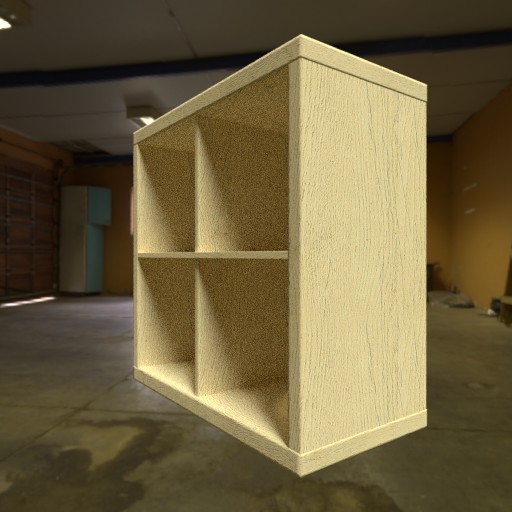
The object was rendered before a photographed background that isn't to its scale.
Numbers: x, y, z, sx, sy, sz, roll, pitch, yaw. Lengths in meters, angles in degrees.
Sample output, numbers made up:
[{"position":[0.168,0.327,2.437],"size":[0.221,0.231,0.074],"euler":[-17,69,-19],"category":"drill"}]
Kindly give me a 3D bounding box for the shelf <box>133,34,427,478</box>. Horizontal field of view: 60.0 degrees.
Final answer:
[{"position":[0.000,0.000,1.218],"size":[0.390,0.786,0.790],"euler":[0,0,-37],"category":"shelf"}]
